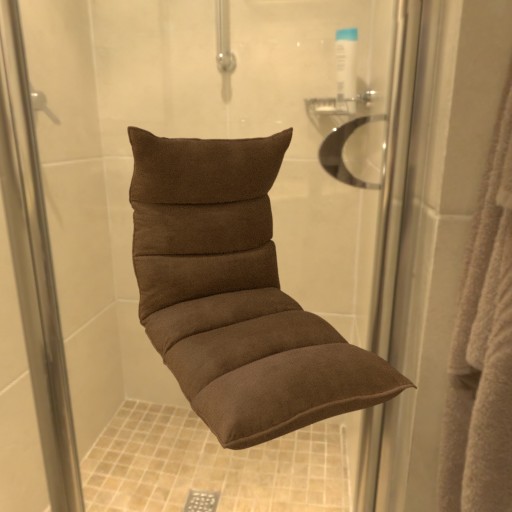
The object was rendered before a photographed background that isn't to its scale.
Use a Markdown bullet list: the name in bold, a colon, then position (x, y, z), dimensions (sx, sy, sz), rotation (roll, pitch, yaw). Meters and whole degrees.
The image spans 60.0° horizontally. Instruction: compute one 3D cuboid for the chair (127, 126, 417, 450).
- **chair**: position (0.000, 0.000, 1.584), dimensions (0.714, 0.892, 0.985), rotation (-8, 18, -27)
